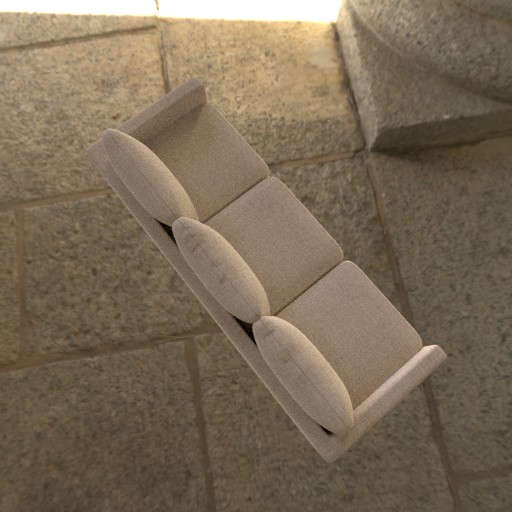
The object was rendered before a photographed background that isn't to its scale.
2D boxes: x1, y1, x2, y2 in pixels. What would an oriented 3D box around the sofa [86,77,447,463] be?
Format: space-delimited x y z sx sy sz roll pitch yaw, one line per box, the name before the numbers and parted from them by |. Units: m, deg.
sofa | 0.000 0.000 2.686 0.859 0.874 2.218 -38 78 -10
